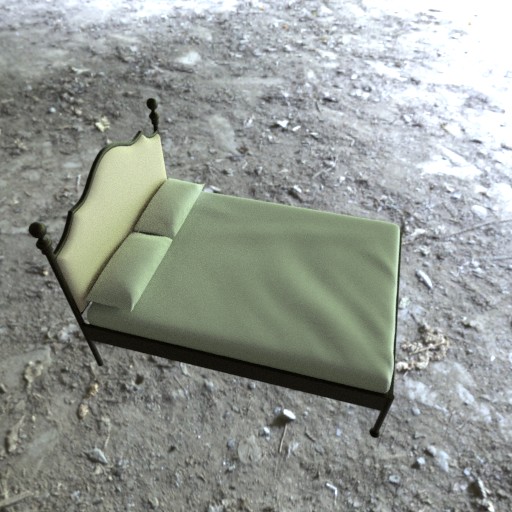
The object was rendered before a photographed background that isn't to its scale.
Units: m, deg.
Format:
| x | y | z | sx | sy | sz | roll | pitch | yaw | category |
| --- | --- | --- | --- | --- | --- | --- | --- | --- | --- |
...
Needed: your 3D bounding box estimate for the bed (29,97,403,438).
| x | y | z | sx | sy | sz | roll | pitch | yaw | category |
| --- | --- | --- | --- | --- | --- | --- | --- | --- | --- |
| 0.000 | 0.000 | 3.324 | 2.224 | 1.499 | 1.642 | 11 | 47 | 10 | bed |
